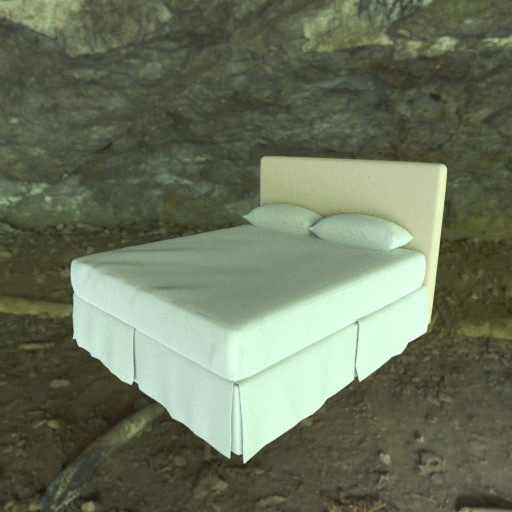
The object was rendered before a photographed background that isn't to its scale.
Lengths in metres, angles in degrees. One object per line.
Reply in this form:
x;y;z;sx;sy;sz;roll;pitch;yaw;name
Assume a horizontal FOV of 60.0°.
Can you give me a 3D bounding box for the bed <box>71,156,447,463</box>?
0.000;0.000;3.259;1.884;1.330;2.142;15;21;43;bed
